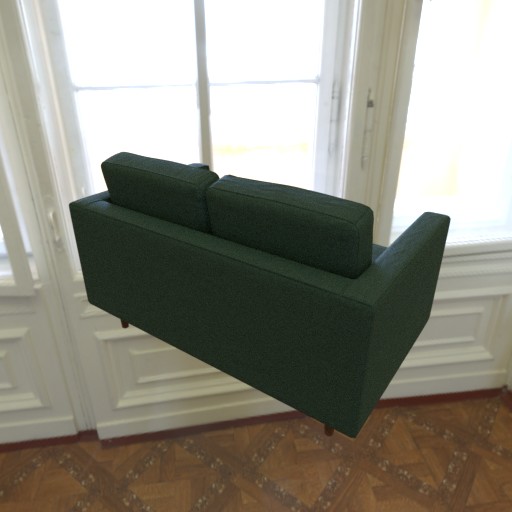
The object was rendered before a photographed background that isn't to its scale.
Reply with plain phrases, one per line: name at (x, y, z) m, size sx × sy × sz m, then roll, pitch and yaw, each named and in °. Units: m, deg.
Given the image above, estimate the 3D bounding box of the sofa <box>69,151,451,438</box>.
sofa at (0.000, 0.000, 2.022) m, size 1.430 × 0.899 × 0.879 m, roll 18°, pitch 32°, yaw 31°
